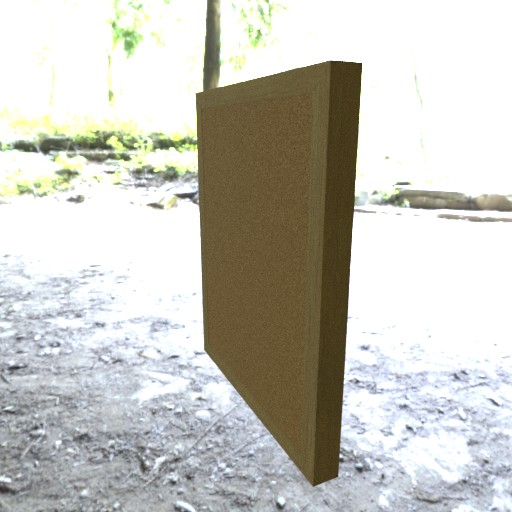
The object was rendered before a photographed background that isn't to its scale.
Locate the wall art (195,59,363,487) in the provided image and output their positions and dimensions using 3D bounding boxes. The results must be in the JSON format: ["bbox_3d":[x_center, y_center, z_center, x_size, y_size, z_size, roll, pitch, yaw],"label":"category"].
[{"bbox_3d":[0.000,0.000,0.517,0.030,0.380,0.312,-7,17,-25],"label":"wall art"}]
